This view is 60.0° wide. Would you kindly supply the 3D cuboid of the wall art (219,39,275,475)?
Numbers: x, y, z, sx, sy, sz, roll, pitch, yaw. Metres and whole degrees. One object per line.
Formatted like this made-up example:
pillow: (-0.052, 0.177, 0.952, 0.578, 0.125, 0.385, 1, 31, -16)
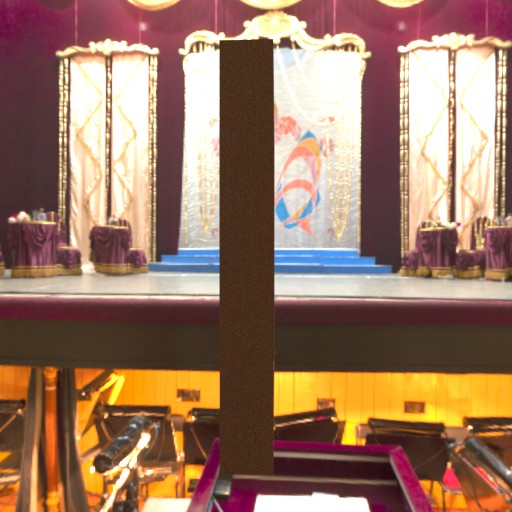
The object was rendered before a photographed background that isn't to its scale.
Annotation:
wall art: (0.000, 0.000, 0.461, 0.038, 0.303, 0.304, 0, 0, 3)
